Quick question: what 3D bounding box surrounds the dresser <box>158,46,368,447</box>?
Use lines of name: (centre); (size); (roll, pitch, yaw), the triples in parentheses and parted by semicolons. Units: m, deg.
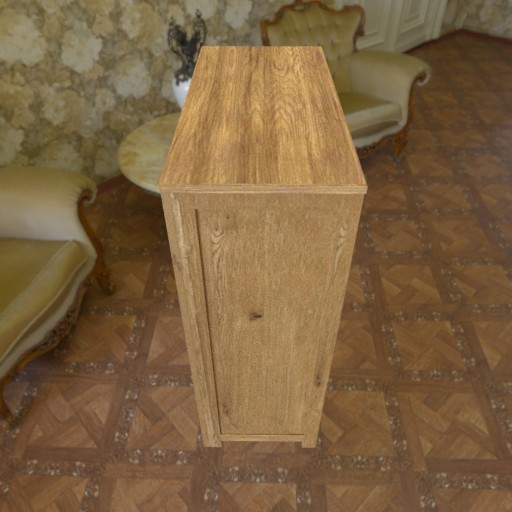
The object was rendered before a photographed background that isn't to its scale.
dresser: (0.000, 0.000, 1.960); (0.558, 1.431, 1.081); (0, 42, 0)
